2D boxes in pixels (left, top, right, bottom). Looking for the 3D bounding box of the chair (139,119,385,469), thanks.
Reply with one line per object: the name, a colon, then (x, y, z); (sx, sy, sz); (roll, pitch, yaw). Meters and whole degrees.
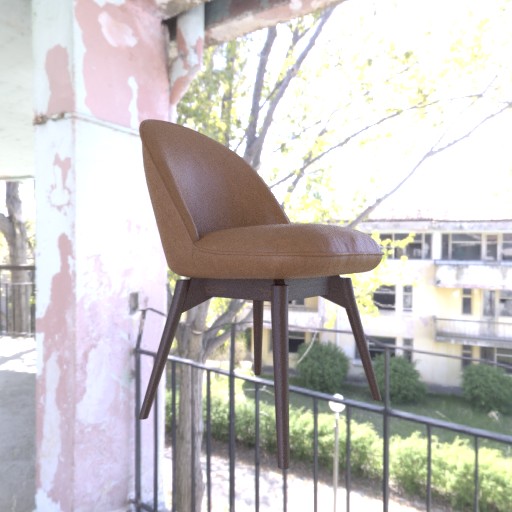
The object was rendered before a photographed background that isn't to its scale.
chair: (0.000, 0.000, 1.230); (0.631, 0.831, 0.521); (1, 1, 37)
